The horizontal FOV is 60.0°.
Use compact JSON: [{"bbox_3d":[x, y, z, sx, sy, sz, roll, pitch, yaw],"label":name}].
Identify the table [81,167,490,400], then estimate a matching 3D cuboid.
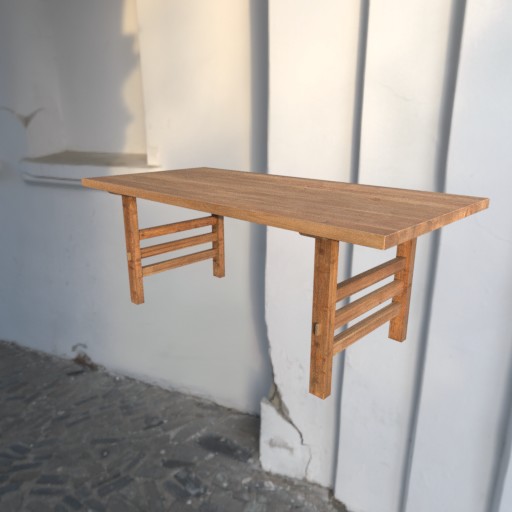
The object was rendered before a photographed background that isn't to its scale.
[{"bbox_3d":[0.000,0.000,2.438,2.003,0.760,0.952,16,23,42],"label":"table"}]
